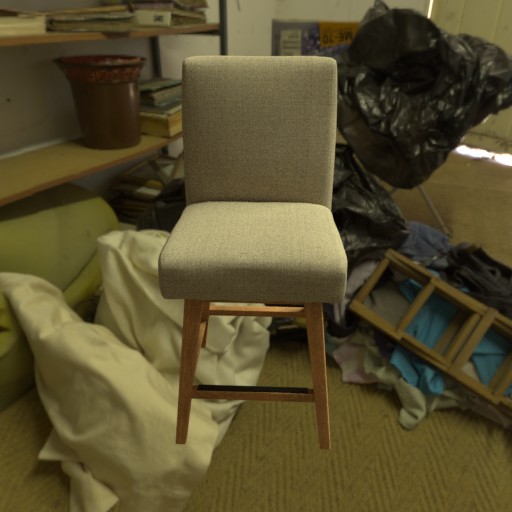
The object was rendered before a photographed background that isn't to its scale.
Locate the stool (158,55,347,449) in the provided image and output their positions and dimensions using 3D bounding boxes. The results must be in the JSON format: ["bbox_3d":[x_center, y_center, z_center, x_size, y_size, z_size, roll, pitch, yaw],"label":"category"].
[{"bbox_3d":[0.000,0.000,1.276,0.459,1.010,0.526,1,30,2],"label":"stool"}]
